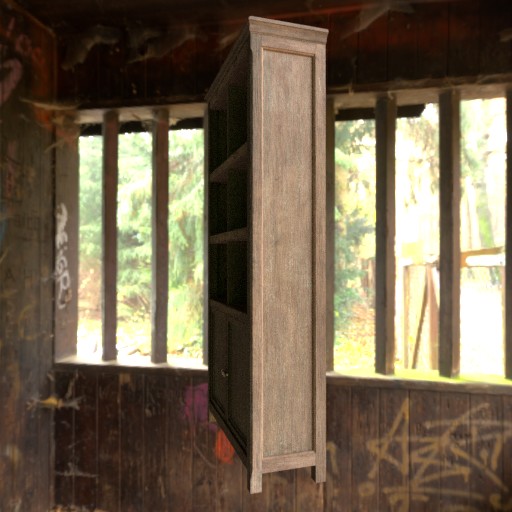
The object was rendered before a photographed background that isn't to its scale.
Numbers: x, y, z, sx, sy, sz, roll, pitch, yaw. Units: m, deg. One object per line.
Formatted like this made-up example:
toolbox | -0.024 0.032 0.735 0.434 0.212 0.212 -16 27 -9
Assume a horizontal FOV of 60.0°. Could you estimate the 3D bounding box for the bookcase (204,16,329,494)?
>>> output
bookcase | 0.000 0.000 2.204 0.348 1.880 0.906 0 0 -18
